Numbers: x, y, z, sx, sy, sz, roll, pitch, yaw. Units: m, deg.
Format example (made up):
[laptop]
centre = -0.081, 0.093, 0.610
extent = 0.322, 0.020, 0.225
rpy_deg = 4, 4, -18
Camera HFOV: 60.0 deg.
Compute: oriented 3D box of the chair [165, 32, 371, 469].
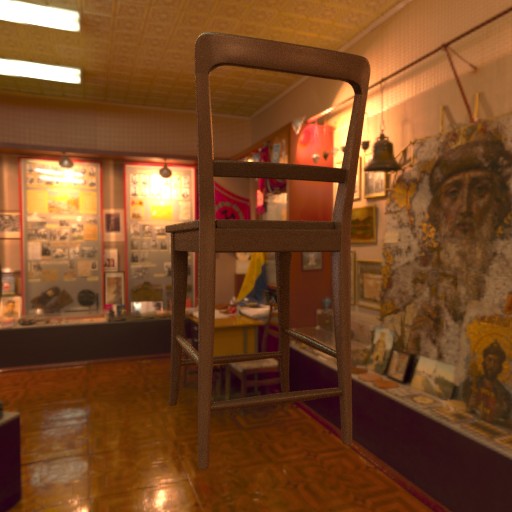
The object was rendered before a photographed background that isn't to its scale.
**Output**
[chair]
centre = 0.000, 0.000, 1.270
extent = 0.450, 0.991, 0.546
rpy_deg = -1, 2, -19
